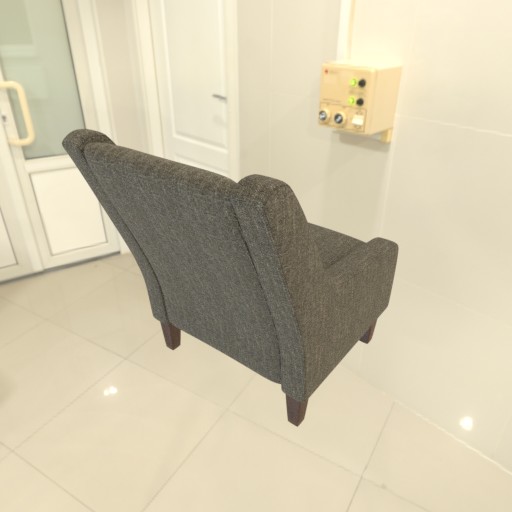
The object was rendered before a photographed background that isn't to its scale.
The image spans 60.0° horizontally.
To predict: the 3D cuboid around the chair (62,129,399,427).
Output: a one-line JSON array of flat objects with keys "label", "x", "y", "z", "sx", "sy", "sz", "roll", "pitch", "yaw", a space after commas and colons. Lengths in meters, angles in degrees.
[{"label": "chair", "x": 0.000, "y": 0.000, "z": 1.696, "sx": 0.793, "sy": 1.012, "sz": 0.944, "roll": 21, "pitch": 36, "yaw": 32}]
